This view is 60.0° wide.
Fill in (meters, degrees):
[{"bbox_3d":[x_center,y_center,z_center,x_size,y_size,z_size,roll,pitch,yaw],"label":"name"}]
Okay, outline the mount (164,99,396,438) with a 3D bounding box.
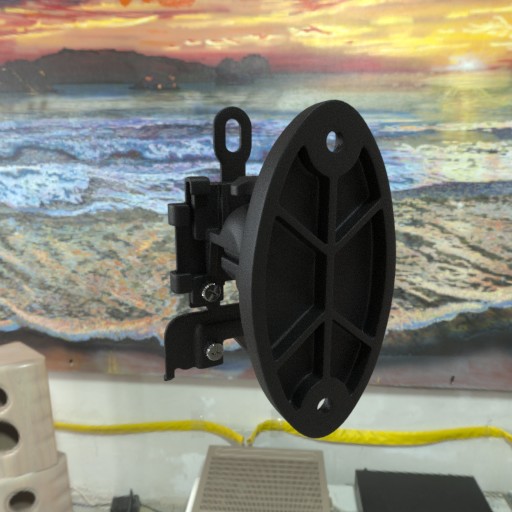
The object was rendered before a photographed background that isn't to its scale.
[{"bbox_3d":[0.000,0.000,0.177,0.066,0.118,0.100,-6,14,-26],"label":"mount"}]
